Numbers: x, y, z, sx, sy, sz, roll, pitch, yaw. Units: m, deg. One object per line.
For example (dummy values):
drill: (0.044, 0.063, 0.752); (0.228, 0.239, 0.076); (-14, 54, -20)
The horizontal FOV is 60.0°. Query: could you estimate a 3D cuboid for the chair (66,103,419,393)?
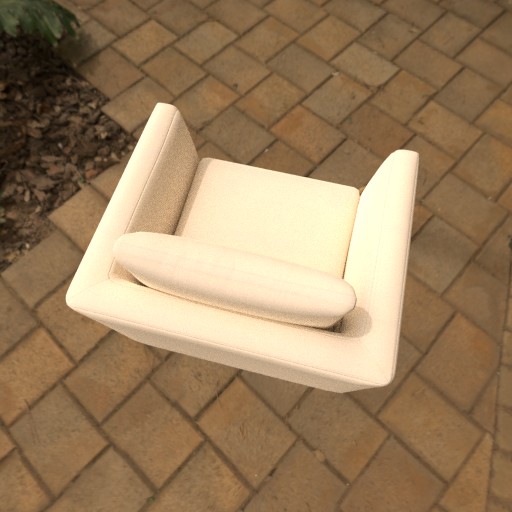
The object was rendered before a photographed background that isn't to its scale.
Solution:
chair: (0.000, 0.000, 1.727); (1.041, 0.865, 0.889); (13, 64, 6)
